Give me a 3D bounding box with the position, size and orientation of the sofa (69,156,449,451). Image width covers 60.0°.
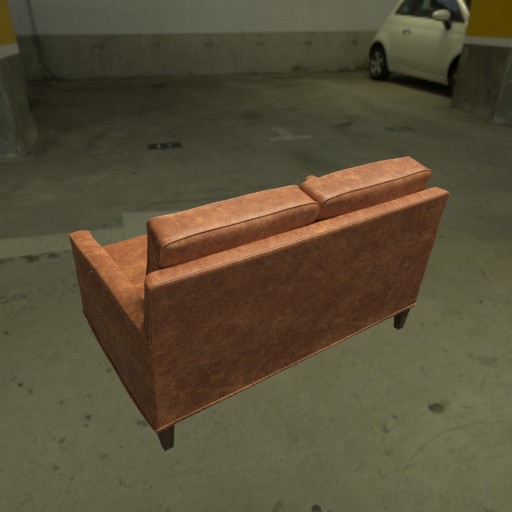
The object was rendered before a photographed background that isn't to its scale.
[{"bbox_3d":[0.000,0.000,2.269,1.597,1.003,1.084,-18,33,-29],"label":"sofa"}]
